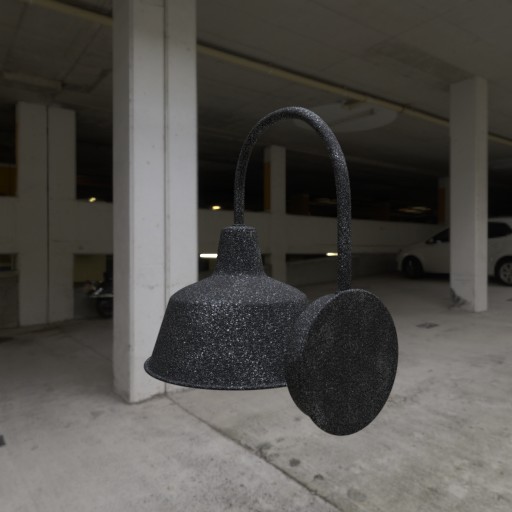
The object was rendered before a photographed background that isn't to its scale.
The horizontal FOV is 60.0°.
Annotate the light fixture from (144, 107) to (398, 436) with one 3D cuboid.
[{"bbox_3d":[0.000,0.000,0.489,0.216,0.300,0.283,0,1,-36],"label":"light fixture"}]
